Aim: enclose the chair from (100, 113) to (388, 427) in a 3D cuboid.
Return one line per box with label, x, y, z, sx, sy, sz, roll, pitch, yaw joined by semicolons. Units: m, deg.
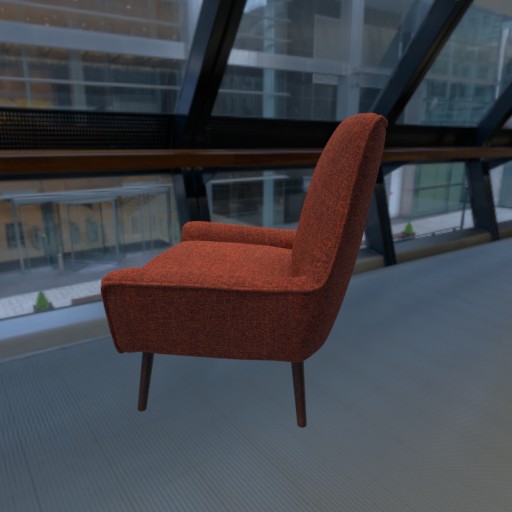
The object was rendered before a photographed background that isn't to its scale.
chair;0.000;0.000;1.512;0.784;0.911;0.803;2;16;9
